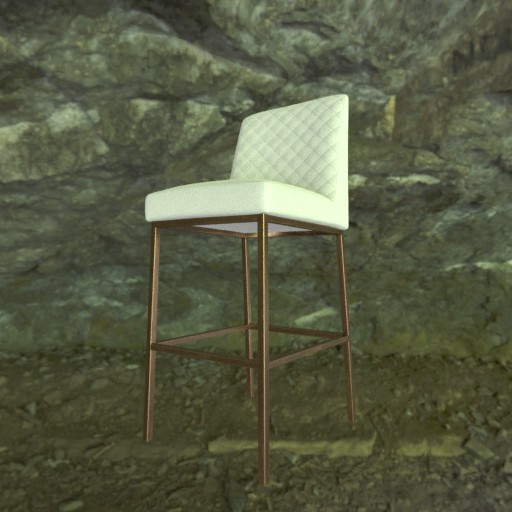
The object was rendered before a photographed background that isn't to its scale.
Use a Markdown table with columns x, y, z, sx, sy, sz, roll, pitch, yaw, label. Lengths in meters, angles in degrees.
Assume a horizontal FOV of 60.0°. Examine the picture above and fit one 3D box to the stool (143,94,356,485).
| x | y | z | sx | sy | sz | roll | pitch | yaw | label |
| --- | --- | --- | --- | --- | --- | --- | --- | --- | --- |
| 0.000 | 0.000 | 1.390 | 0.462 | 1.084 | 0.546 | 0 | 0 | 36 | stool |
